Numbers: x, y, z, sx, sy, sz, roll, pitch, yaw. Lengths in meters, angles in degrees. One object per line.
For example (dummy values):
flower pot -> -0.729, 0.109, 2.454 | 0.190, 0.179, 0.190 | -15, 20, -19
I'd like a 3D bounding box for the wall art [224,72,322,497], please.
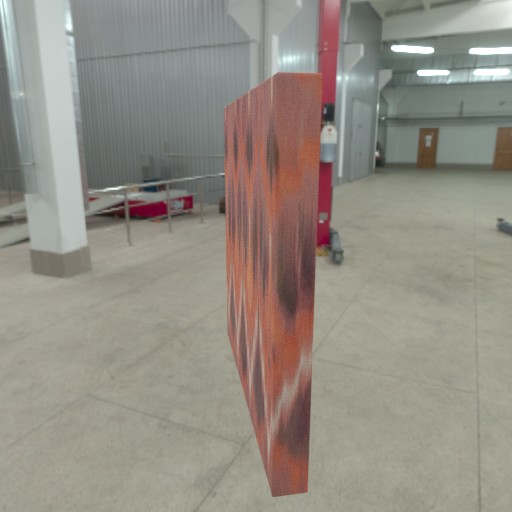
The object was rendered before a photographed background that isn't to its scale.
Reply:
wall art -> 0.000, 0.000, 0.597 | 0.038, 0.406, 0.403 | -3, 15, -10
